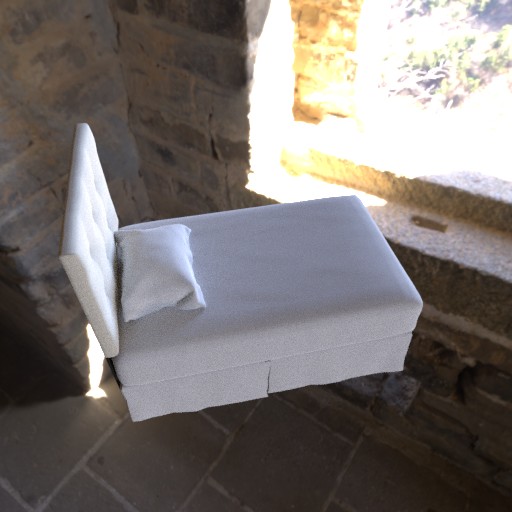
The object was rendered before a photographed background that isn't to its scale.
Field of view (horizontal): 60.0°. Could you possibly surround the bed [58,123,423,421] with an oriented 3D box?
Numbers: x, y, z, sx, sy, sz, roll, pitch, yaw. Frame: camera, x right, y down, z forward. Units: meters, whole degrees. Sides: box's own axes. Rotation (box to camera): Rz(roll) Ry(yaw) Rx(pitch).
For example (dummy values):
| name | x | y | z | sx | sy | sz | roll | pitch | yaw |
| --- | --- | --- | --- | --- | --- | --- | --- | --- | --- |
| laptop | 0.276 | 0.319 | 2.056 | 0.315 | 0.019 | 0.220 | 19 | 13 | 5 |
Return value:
| name | x | y | z | sx | sy | sz | roll | pitch | yaw |
| --- | --- | --- | --- | --- | --- | --- | --- | --- | --- |
| bed | 0.000 | 0.000 | 2.956 | 1.997 | 1.571 | 1.261 | -9 | 47 | -9 |
